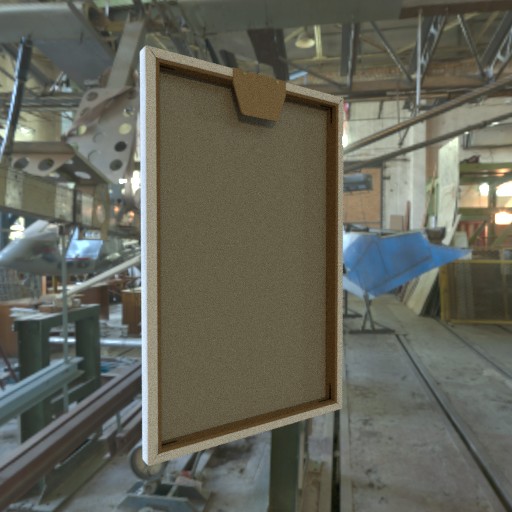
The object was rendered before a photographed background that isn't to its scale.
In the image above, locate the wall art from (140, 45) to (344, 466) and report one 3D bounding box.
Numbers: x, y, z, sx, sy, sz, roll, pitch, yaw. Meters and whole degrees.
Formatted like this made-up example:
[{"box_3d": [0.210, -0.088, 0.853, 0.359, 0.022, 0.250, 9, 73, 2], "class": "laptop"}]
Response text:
[{"box_3d": [0.000, 0.000, 1.148, 0.602, 0.916, 0.048, -1, 2, -35], "class": "wall art"}]
